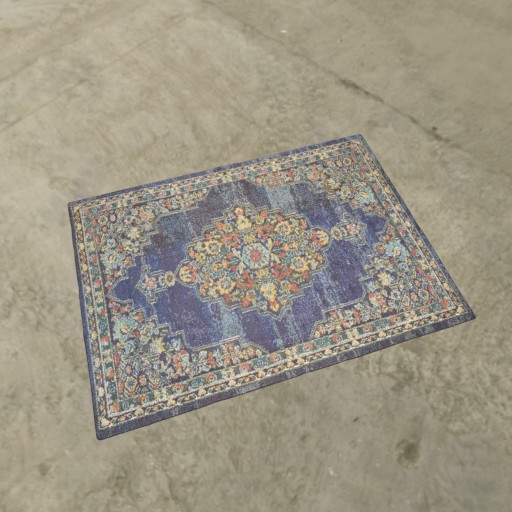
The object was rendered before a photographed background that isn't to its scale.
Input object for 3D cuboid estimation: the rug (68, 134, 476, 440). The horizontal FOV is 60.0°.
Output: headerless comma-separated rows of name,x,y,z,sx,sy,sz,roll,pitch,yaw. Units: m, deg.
rug,0.000,0.000,2.848,2.232,0.009,1.630,-15,60,-9
